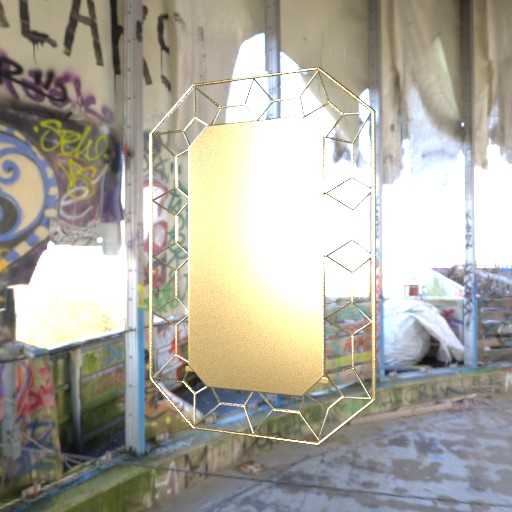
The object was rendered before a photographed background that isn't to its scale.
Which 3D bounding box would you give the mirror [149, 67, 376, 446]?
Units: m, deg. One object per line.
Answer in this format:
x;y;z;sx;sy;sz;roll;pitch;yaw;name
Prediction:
0.000;0.000;1.087;0.572;0.870;0.051;0;0;18;mirror
